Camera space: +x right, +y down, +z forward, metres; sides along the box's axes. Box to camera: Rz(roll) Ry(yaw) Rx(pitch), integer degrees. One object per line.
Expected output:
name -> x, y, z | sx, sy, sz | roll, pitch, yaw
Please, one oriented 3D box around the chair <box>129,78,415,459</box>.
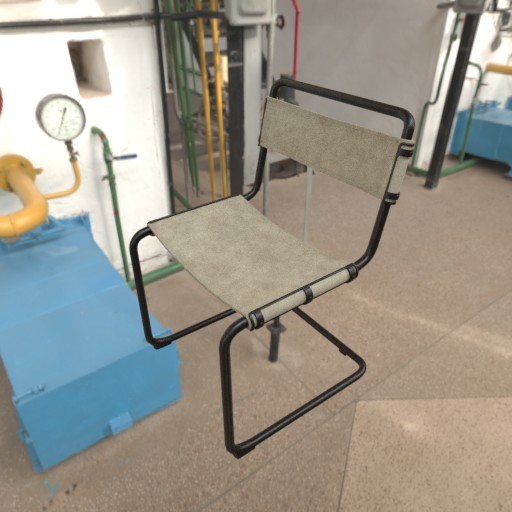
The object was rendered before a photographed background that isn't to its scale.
chair -> 0.000, 0.000, 1.130 | 0.497, 0.747, 0.499 | -21, 38, -30
